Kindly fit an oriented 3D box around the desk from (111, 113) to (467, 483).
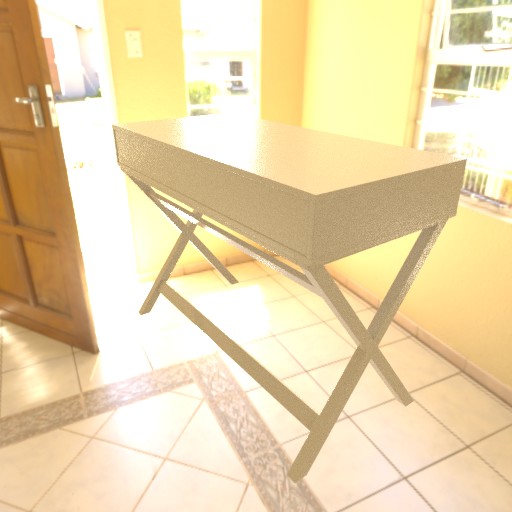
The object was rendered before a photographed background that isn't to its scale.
[{"bbox_3d":[0.000,0.000,1.496,0.509,0.780,1.059,-17,30,-32],"label":"desk"}]
